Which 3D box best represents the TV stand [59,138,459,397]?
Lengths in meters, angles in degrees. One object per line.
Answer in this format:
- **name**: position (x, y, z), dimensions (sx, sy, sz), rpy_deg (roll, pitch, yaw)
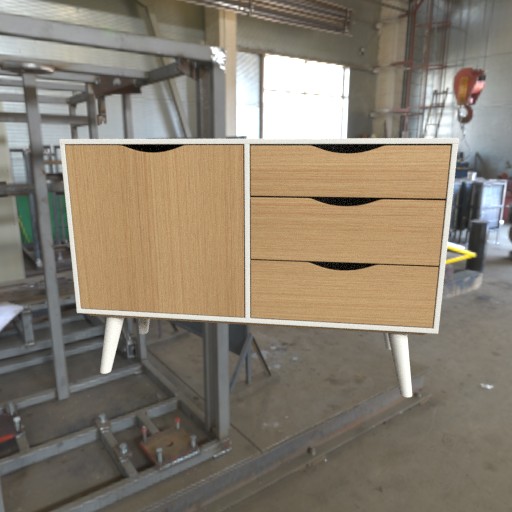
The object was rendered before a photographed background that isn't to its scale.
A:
- **TV stand**: position (0.000, 0.000, 1.601), dimensions (1.193, 0.812, 0.406), rpy_deg (2, 14, 8)
